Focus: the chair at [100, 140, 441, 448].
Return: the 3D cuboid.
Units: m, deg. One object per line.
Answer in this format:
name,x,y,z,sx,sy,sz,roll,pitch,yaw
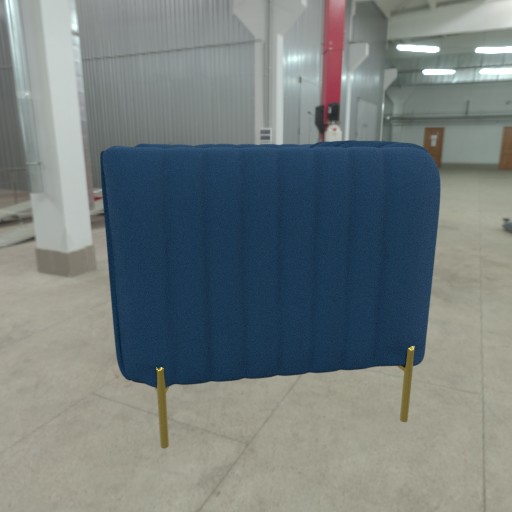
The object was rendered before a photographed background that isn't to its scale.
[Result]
chair,0.000,0.000,1.571,0.877,0.793,0.947,-2,15,-9
